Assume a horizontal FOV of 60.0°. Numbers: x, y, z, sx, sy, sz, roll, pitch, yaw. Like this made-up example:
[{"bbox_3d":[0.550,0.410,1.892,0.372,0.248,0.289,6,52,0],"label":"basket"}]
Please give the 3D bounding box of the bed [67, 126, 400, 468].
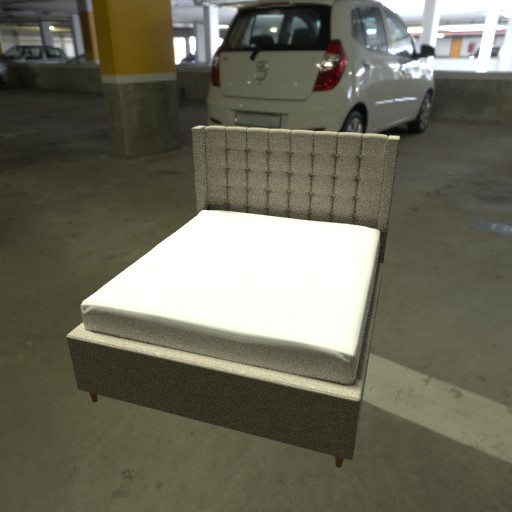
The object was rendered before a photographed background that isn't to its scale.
[{"bbox_3d":[0.000,0.000,3.744,2.044,1.748,2.372,8,26,17],"label":"bed"}]
